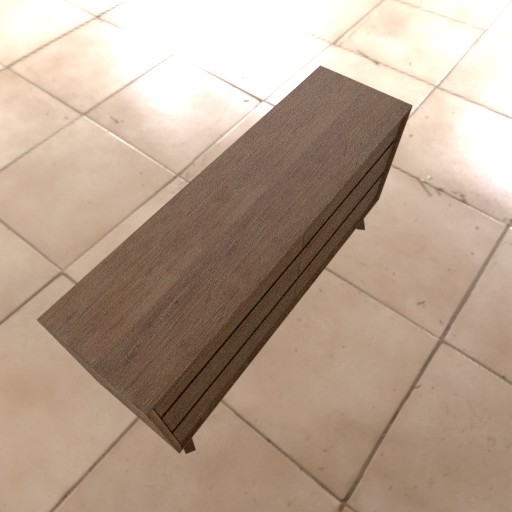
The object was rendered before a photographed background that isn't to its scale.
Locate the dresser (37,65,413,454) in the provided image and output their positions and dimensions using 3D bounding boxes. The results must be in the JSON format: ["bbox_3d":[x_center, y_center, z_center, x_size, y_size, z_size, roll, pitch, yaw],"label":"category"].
[{"bbox_3d":[0.000,0.000,1.910,0.455,0.805,1.554,32,63,19],"label":"dresser"}]
